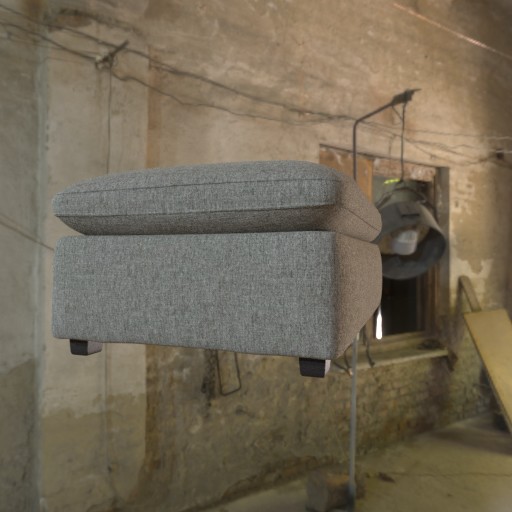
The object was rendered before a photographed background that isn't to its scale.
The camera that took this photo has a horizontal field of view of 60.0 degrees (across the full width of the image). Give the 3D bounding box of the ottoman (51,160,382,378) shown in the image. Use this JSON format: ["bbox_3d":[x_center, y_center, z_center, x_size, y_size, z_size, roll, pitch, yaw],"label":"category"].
[{"bbox_3d":[0.000,0.000,1.327,0.694,0.451,0.977,0,0,20],"label":"ottoman"}]
